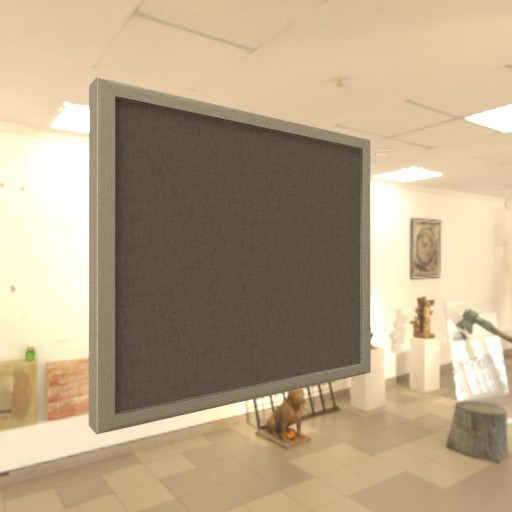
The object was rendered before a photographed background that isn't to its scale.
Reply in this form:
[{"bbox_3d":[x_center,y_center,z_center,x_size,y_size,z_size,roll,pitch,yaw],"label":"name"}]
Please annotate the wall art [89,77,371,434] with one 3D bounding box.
[{"bbox_3d":[0.000,0.000,0.530,0.380,0.330,0.028,0,0,-35],"label":"wall art"}]
